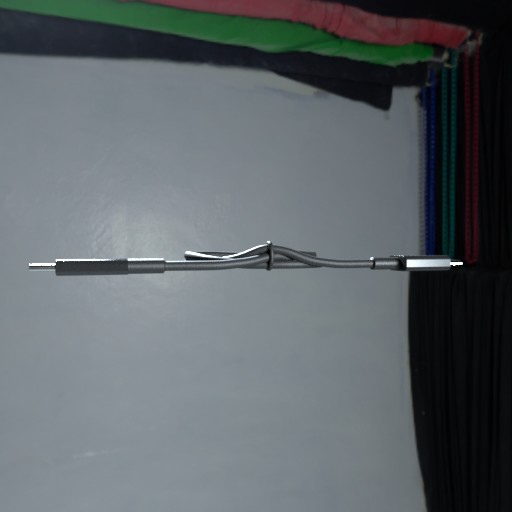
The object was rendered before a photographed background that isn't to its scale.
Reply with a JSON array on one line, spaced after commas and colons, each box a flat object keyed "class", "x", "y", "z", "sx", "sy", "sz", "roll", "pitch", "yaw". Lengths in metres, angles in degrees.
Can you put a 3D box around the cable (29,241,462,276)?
[{"class": "cable", "x": 0.000, "y": 0.000, "z": 0.219, "sx": 0.192, "sy": 0.014, "sz": 0.070, "roll": 0, "pitch": 1, "yaw": -18}]
